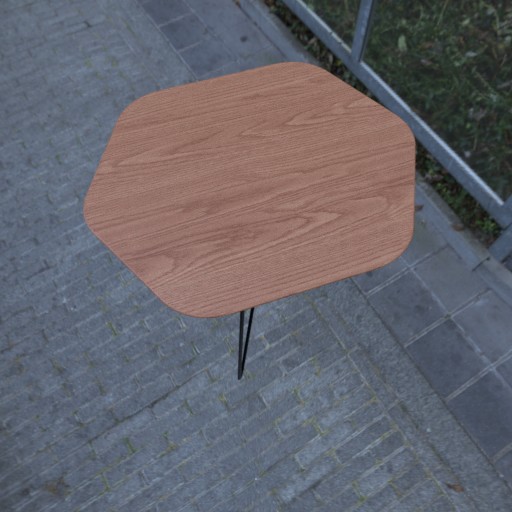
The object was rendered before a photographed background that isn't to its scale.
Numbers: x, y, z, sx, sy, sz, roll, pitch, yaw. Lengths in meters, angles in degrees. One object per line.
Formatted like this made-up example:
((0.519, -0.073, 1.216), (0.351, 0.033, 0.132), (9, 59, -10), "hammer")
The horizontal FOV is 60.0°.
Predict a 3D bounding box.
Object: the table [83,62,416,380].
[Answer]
((0.000, 0.000, 0.895), (0.500, 0.562, 0.400), (-16, 64, -8), "table")
